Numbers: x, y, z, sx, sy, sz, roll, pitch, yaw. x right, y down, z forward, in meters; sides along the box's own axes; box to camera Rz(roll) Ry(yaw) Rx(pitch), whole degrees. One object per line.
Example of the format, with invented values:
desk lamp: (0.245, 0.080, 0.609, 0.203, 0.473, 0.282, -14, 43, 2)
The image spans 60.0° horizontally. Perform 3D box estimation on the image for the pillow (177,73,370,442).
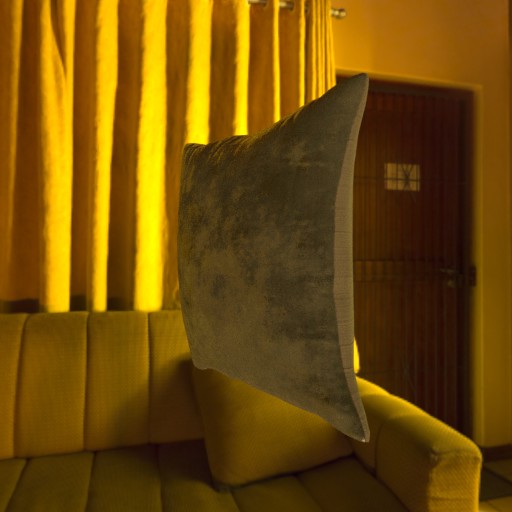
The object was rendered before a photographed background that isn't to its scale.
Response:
pillow: (0.000, 0.000, 0.735, 0.175, 0.464, 0.470, 0, 0, -36)
